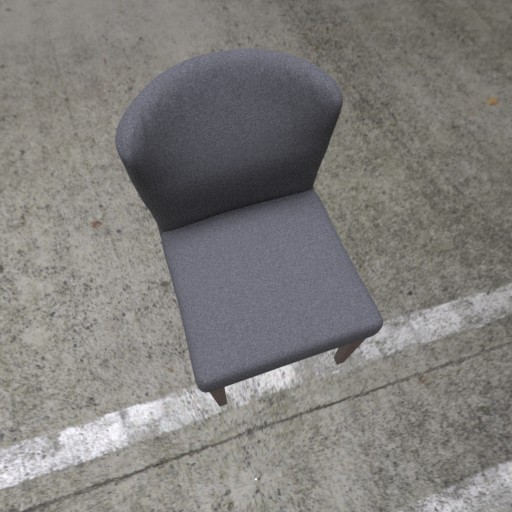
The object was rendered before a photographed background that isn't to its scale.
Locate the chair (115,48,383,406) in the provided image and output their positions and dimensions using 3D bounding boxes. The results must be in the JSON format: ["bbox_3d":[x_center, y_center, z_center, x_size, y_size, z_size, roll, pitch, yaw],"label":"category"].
[{"bbox_3d":[0.000,0.000,1.184,0.491,0.839,0.592,-17,65,-8],"label":"chair"}]
